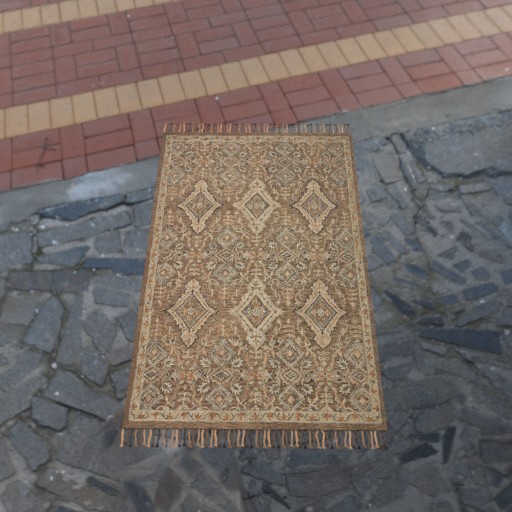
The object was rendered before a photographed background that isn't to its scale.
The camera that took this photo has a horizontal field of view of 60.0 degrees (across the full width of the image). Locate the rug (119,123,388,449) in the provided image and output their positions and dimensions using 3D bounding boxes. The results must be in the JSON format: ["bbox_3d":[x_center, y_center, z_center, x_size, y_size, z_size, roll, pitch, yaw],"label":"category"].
[{"bbox_3d":[0.000,0.000,3.049,1.516,0.010,2.434,0,62,0],"label":"rug"}]
